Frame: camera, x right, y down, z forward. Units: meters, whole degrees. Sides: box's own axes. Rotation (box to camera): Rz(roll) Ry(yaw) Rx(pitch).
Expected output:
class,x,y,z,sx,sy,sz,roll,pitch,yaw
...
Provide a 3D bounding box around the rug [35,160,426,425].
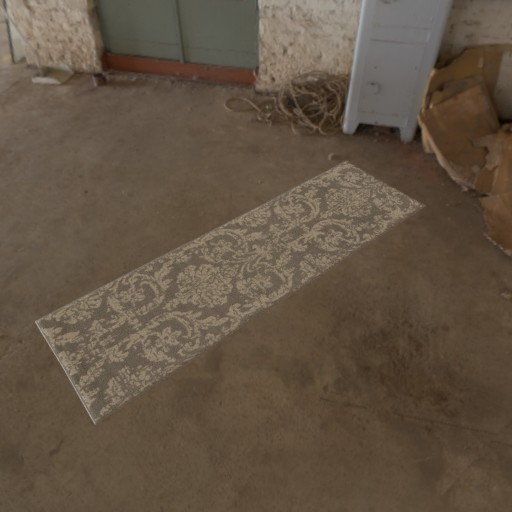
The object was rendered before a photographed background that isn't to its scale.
class,x,y,z,sx,sy,sz,roll,pitch,yaw
rug,0.000,0.000,2.434,2.196,0.011,0.662,-30,52,-27
